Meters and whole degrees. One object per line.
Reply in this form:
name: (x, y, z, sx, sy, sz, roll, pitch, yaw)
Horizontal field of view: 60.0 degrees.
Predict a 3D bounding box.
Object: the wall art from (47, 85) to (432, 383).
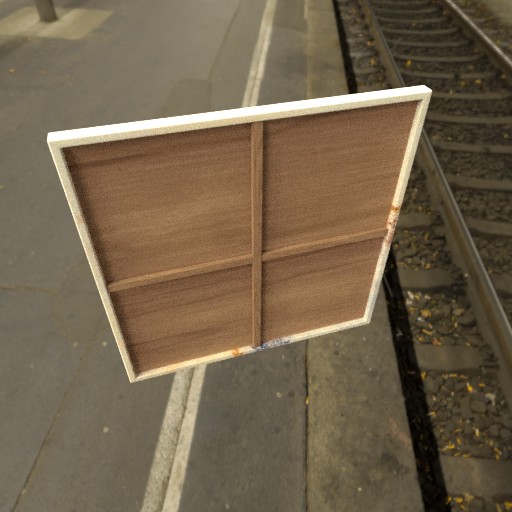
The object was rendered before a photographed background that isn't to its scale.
wall art: (0.000, 0.000, 1.298, 0.889, 0.889, 0.038, -11, 43, -12)
